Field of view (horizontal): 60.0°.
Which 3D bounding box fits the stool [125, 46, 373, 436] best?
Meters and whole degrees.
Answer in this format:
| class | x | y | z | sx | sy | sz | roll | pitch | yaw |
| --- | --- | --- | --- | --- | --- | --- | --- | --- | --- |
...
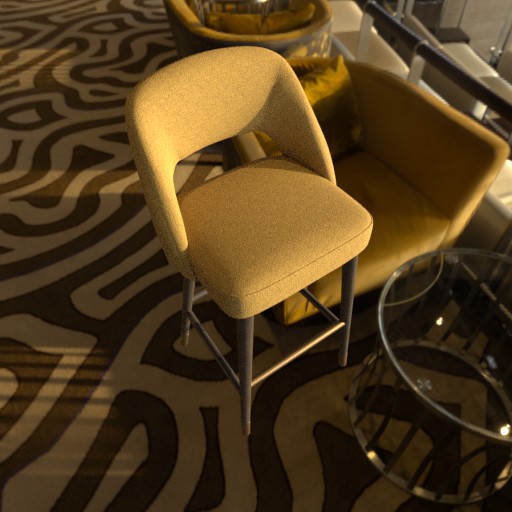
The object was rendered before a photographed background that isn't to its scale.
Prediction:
| class | x | y | z | sx | sy | sz | roll | pitch | yaw |
| --- | --- | --- | --- | --- | --- | --- | --- | --- | --- |
| stool | 0.000 | 0.000 | 1.327 | 0.536 | 1.032 | 0.522 | -28 | 53 | -23 |
